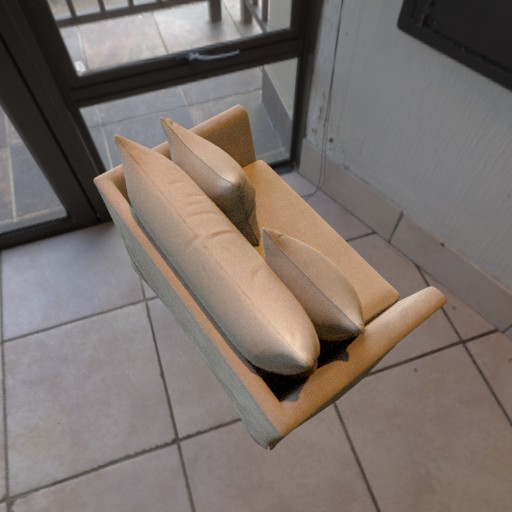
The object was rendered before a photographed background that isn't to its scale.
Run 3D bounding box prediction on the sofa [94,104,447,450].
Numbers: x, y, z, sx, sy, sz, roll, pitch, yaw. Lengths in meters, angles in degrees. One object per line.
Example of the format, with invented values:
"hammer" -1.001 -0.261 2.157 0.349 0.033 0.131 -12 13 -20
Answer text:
"sofa" 0.000 0.000 2.349 1.035 1.040 1.608 -33 65 -18
